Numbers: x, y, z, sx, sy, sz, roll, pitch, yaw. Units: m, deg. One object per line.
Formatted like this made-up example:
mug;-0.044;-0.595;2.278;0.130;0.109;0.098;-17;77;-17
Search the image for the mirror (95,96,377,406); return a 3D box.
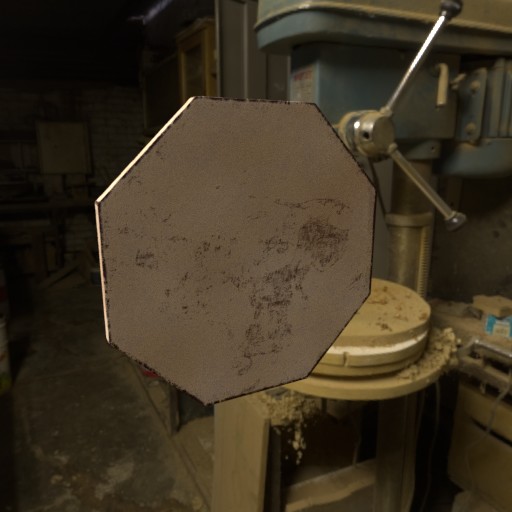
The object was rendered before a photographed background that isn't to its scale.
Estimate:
mirror;0.000;0.000;0.972;0.648;0.648;0.031;-7;15;-27
